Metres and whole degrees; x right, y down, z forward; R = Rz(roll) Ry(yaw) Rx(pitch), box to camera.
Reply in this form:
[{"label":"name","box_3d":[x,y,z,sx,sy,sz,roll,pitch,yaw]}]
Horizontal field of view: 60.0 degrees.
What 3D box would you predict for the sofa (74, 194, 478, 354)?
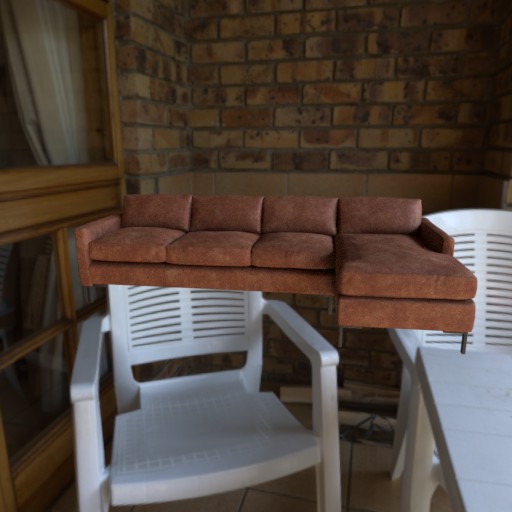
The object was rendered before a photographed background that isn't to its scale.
[{"label":"sofa","box_3d":[0.000,0.000,3.607,2.993,0.859,1.471,2,14,8]}]
